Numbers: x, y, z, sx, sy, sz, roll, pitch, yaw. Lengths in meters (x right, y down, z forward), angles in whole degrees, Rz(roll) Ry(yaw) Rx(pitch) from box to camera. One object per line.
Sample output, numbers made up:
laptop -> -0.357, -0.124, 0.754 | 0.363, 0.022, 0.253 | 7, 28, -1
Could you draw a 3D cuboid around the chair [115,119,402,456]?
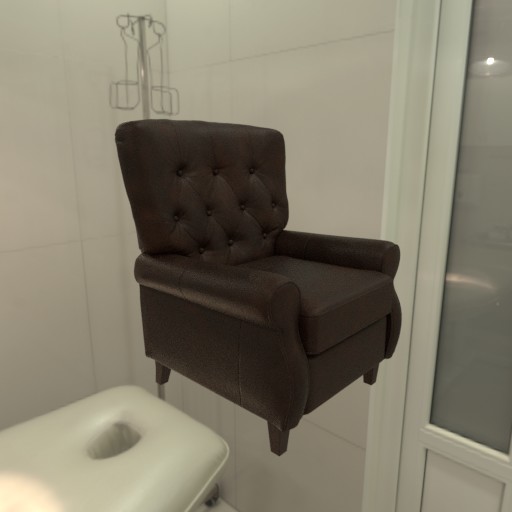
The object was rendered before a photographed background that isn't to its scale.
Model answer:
chair -> 0.000, 0.000, 1.924 | 1.058, 1.158, 0.948 | 12, 19, 41
